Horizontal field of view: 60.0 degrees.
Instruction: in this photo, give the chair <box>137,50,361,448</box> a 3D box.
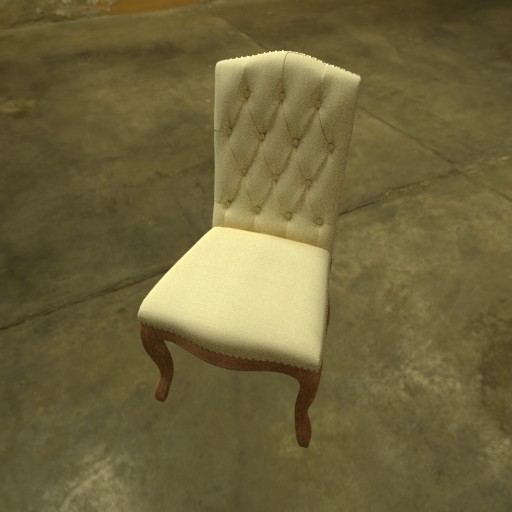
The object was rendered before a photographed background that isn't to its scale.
[{"bbox_3d":[0.000,0.000,1.540,0.623,1.165,0.715,13,43,14],"label":"chair"}]
